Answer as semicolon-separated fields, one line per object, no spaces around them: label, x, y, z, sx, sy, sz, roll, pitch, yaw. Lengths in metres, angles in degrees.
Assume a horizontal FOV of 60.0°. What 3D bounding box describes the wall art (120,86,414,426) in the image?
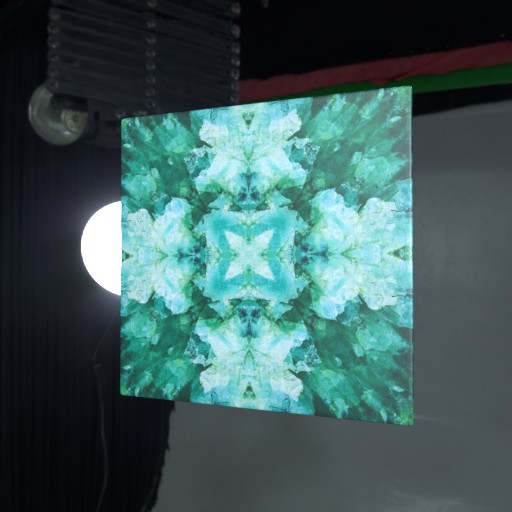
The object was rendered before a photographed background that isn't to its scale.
wall art;0.000;0.000;0.470;0.313;0.313;0.033;0;-1;18
